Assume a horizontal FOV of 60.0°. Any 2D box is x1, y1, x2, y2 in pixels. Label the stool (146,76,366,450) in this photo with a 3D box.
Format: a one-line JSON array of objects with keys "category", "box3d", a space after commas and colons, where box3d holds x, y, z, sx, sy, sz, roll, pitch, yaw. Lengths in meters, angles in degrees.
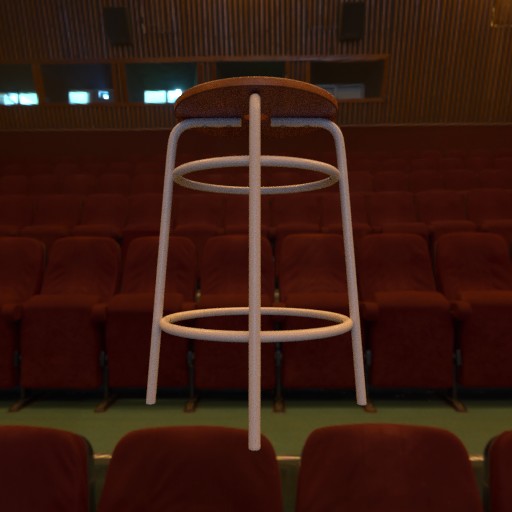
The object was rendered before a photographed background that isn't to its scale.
[{"category": "stool", "box3d": [0.000, 0.000, 0.919, 0.455, 0.610, 0.455, 0, -1, 1]}]
